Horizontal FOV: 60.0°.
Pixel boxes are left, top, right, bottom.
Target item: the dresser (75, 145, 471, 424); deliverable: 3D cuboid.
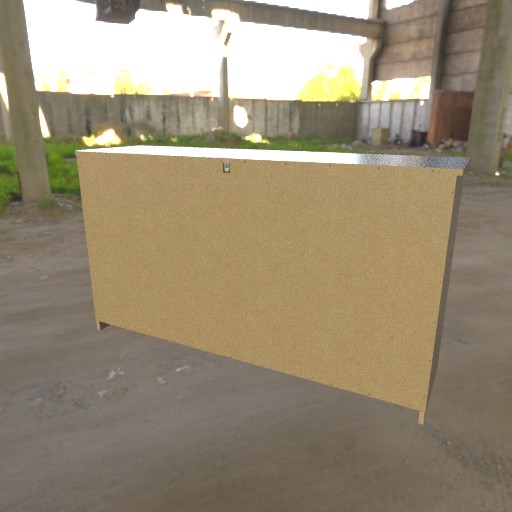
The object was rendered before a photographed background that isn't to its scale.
[{"bbox_3d":[0.000,0.000,1.672,1.360,0.755,0.401,9,19,26],"label":"dresser"}]
